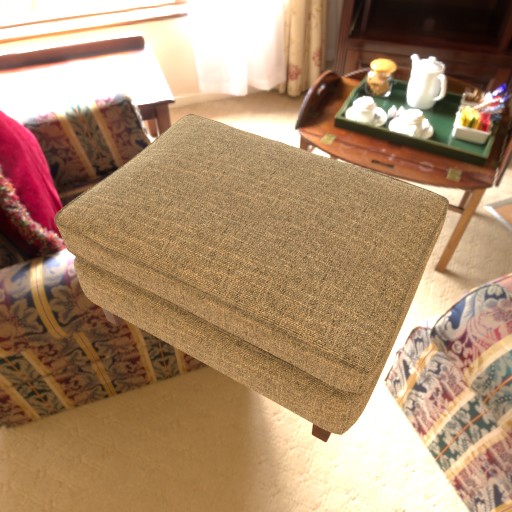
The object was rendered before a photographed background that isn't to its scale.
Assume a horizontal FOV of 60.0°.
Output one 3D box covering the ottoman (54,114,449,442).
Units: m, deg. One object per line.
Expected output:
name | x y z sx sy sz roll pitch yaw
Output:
ottoman | 0.000 0.000 0.999 0.686 0.406 0.508 23 52 20
